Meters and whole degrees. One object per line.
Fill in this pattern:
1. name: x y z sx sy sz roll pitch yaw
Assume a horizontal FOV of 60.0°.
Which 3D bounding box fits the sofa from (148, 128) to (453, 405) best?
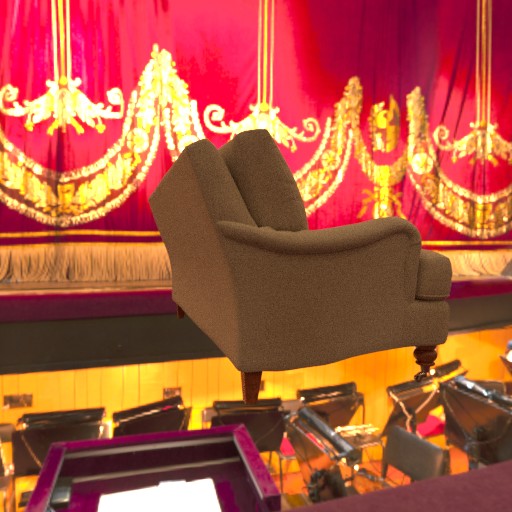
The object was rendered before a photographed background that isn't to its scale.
1. sofa: 0.000 0.000 2.571 1.091 0.997 2.070 -1 2 -17
